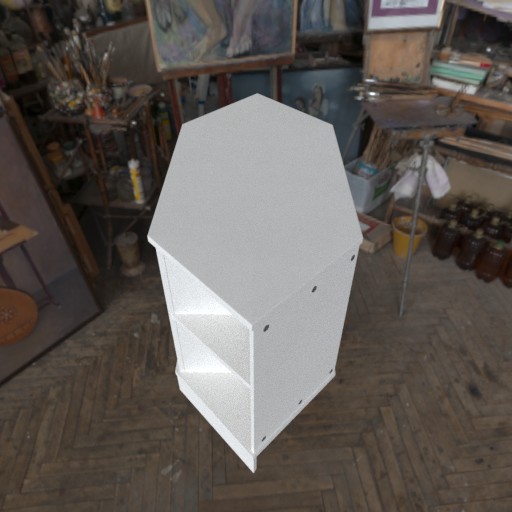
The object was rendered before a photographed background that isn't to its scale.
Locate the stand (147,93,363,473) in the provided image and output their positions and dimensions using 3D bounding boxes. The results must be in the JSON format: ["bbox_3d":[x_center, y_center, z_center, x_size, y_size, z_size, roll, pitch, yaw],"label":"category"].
[{"bbox_3d":[0.000,0.000,1.387,0.477,0.614,1.072,0,41,1],"label":"stand"}]
